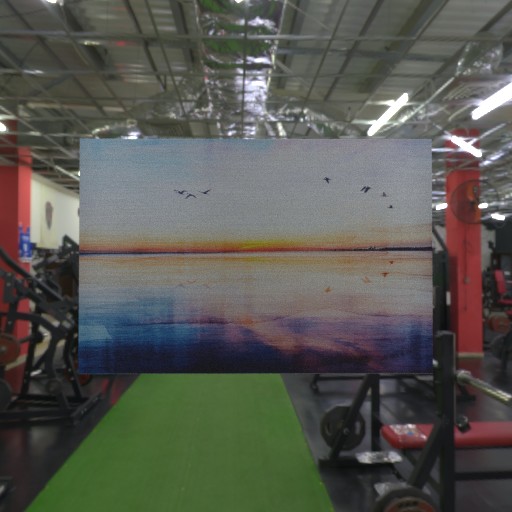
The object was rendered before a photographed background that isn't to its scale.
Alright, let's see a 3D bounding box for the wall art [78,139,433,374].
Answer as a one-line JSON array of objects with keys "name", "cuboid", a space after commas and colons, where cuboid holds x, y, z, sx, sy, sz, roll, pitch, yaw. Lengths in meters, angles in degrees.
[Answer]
[{"name": "wall art", "cuboid": [0.000, 0.000, 1.443, 1.137, 0.756, 0.034, 0, -1, 0]}]
